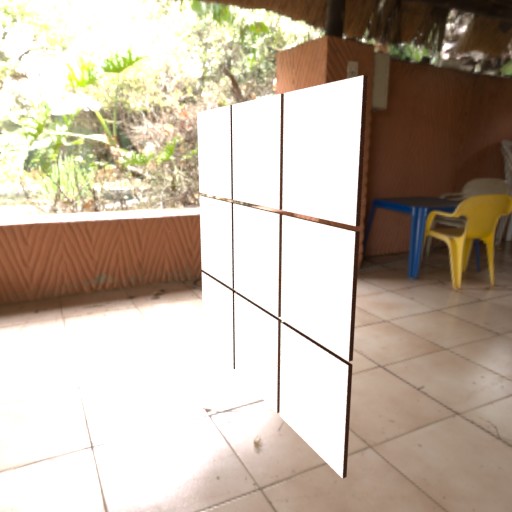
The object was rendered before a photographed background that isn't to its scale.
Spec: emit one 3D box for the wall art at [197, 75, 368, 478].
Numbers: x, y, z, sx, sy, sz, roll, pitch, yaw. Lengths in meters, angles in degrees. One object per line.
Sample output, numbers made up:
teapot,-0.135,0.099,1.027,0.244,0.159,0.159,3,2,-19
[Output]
wall art,0.000,0.000,1.862,0.017,1.246,1.256,-7,15,-27
